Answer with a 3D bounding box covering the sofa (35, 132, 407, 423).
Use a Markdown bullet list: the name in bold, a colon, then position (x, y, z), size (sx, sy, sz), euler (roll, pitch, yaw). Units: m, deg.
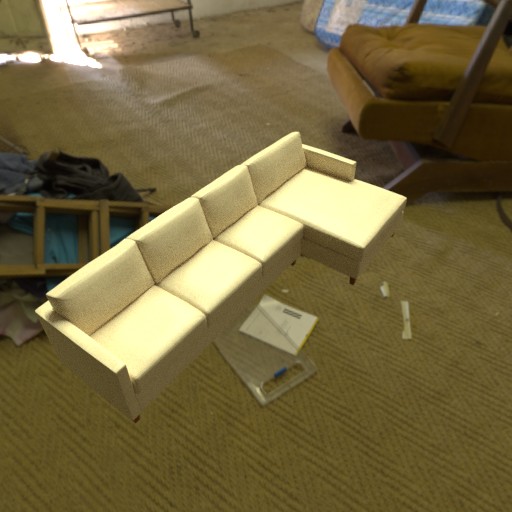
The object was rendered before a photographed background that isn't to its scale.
- **sofa**: position (0.000, 0.000, 4.158), size (1.603, 0.954, 3.471), euler (26, 47, 27)
